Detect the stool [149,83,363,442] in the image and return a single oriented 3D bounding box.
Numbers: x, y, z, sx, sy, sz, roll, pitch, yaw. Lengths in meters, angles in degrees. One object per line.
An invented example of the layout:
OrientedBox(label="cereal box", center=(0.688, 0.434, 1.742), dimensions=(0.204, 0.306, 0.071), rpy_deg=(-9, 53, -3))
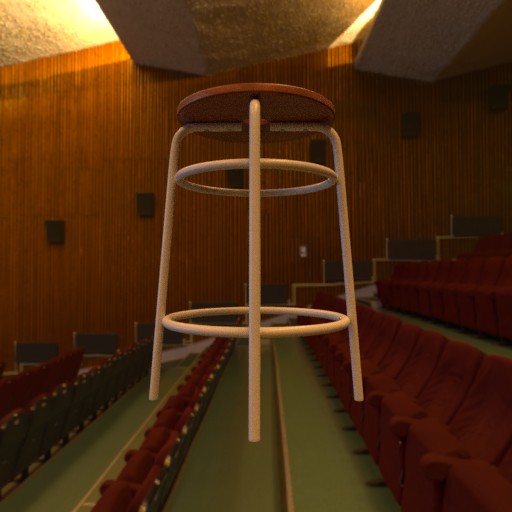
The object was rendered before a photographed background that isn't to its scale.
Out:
OrientedBox(label="stool", center=(0.000, 0.000, 0.948), dimensions=(0.455, 0.610, 0.455), rpy_deg=(0, -1, 1))
